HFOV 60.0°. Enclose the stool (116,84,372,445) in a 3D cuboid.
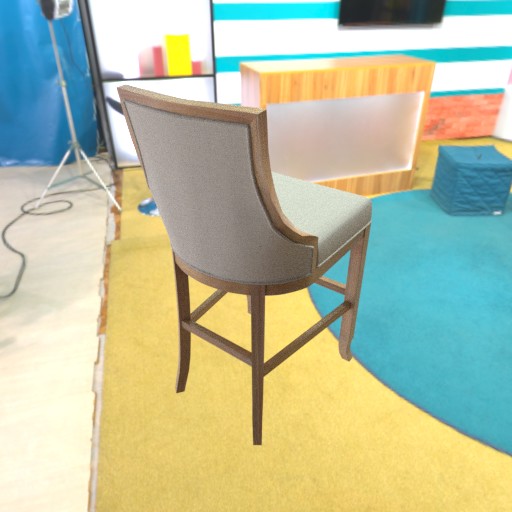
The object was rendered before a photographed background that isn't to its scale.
[{"bbox_3d":[0.000,0.000,1.456,0.524,1.101,0.626,22,38,31],"label":"stool"}]
